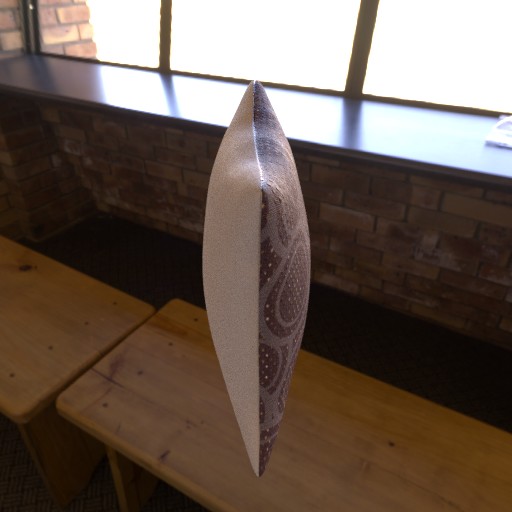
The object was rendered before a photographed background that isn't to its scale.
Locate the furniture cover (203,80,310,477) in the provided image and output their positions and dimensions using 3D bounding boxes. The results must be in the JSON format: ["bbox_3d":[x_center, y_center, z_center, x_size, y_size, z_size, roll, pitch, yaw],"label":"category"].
[{"bbox_3d":[0.000,0.000,0.816,0.193,0.509,0.552,0,33,-1],"label":"furniture cover"}]
